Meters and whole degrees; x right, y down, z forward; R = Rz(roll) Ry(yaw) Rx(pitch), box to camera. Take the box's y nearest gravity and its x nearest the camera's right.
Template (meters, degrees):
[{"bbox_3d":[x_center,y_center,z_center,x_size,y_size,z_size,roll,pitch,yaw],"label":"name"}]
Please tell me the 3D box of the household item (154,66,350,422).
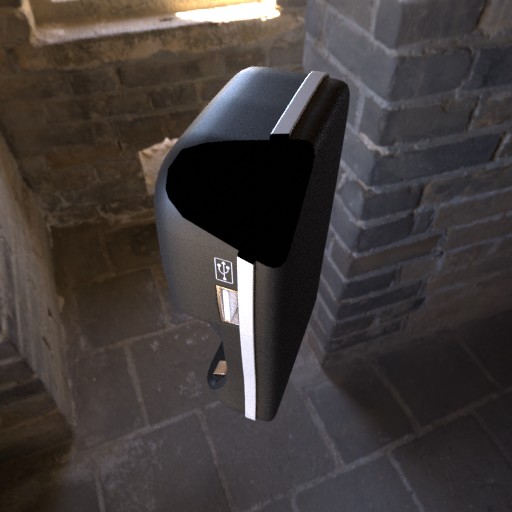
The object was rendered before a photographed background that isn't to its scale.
[{"bbox_3d":[0.000,0.000,0.152,0.038,0.114,0.070,15,50,14],"label":"household item"}]
